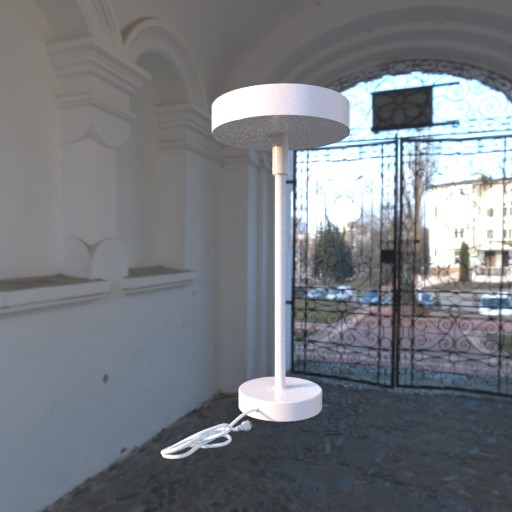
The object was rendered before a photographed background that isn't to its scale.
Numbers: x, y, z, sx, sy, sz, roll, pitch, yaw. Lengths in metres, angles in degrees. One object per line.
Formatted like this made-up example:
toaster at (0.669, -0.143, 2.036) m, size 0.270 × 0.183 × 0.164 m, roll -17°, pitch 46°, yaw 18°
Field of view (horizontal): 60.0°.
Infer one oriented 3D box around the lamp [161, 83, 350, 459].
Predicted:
lamp at (0.000, 0.000, 0.688) m, size 0.229 × 0.508 × 0.369 m, roll 1°, pitch 1°, yaw 35°
